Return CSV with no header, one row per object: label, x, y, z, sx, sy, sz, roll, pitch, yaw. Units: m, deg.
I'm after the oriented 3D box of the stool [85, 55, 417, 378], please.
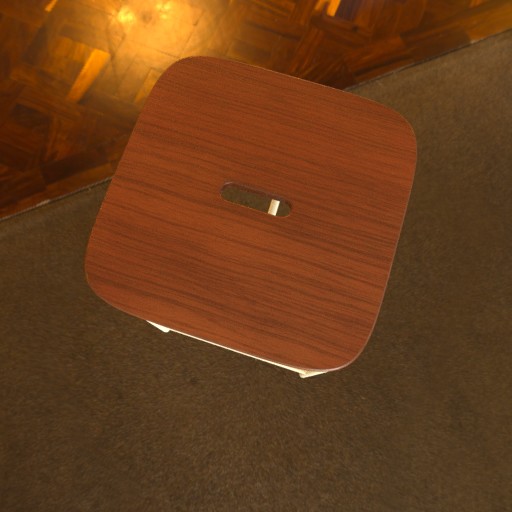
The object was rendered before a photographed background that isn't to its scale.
stool,0.000,0.000,0.841,0.376,0.610,0.376,17,77,4
